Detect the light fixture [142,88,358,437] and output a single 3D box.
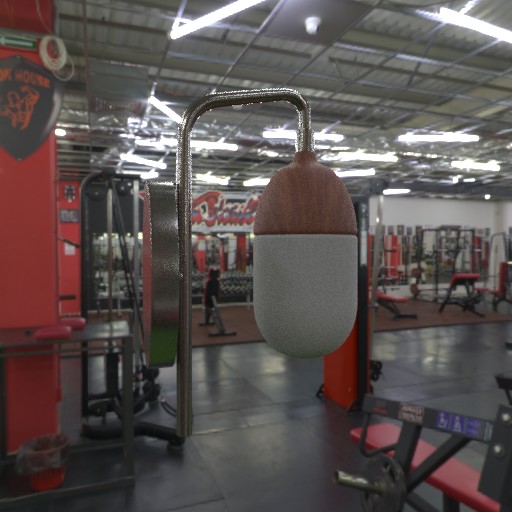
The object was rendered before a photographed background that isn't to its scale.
[{"bbox_3d":[0.000,0.000,0.448,0.216,0.343,0.108,0,1,-18],"label":"light fixture"}]
